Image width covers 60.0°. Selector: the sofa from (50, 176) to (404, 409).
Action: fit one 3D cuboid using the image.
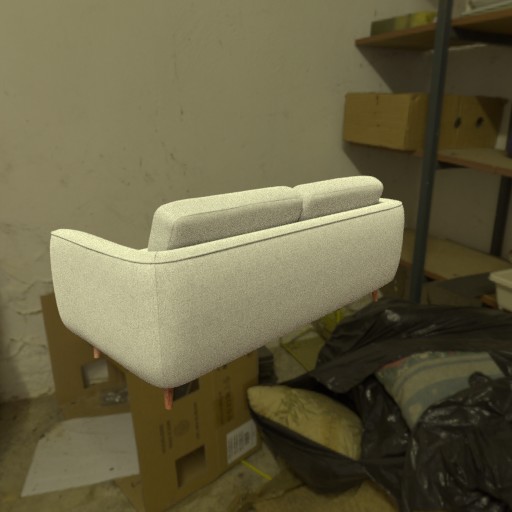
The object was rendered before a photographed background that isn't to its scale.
[{"bbox_3d":[0.000,0.000,2.515,0.920,0.850,2.000,15,21,42],"label":"sofa"}]
